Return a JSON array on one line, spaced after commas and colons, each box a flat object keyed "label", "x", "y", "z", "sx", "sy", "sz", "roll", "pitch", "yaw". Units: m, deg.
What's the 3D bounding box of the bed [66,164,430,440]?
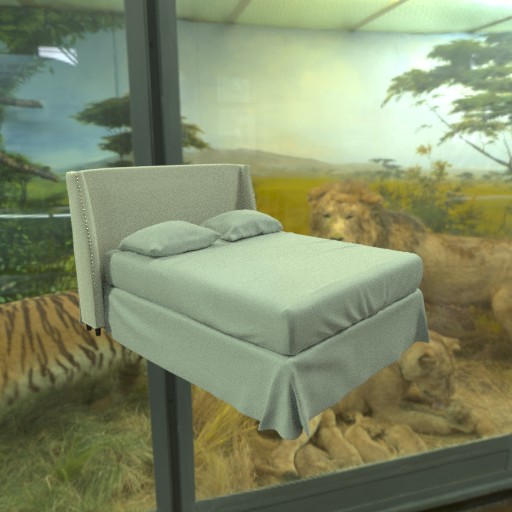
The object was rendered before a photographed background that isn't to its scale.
[{"label": "bed", "x": 0.000, "y": 0.000, "z": 3.484, "sx": 2.276, "sy": 1.332, "sz": 1.925, "roll": 13, "pitch": 19, "yaw": 42}]
